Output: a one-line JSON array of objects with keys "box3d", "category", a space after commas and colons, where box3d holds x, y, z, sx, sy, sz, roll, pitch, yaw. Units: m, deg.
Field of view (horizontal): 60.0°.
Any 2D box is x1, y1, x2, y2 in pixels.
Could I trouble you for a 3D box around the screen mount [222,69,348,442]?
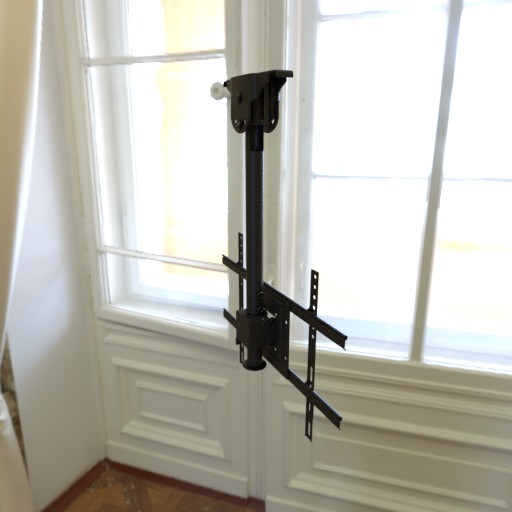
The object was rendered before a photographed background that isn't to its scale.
[{"box3d": [0.000, 0.000, 1.028, 0.090, 0.775, 0.595, -8, 18, -25], "category": "screen mount"}]
